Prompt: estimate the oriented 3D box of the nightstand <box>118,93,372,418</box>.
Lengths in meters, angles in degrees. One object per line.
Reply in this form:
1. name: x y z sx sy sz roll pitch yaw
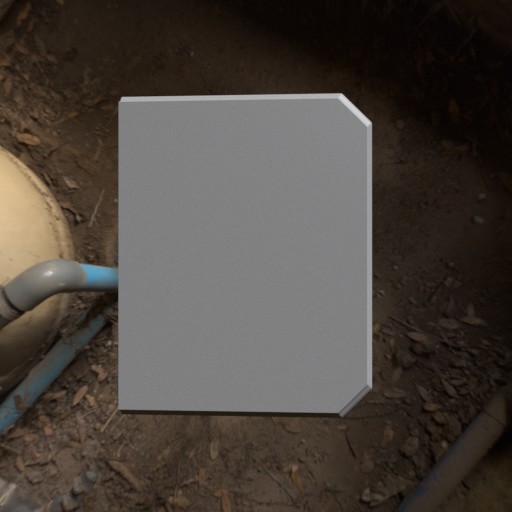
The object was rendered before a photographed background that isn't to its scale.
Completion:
1. nightstand: 0.000 0.000 0.944 0.350 0.680 0.450 0 90 3
